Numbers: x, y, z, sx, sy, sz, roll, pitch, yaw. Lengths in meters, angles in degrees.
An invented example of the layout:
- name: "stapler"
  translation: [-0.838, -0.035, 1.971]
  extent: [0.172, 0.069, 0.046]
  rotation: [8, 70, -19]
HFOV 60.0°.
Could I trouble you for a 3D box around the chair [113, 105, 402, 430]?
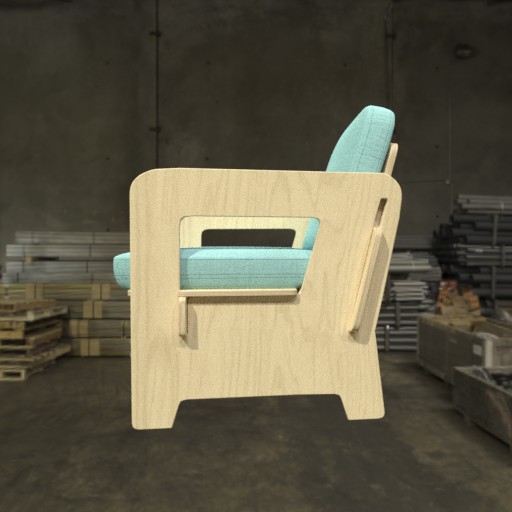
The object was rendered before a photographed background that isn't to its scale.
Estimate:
- name: "chair"
  translation: [0.000, 0.000, 1.297]
  extent: [0.710, 0.800, 0.590]
  rotation: [0, 0, -2]
